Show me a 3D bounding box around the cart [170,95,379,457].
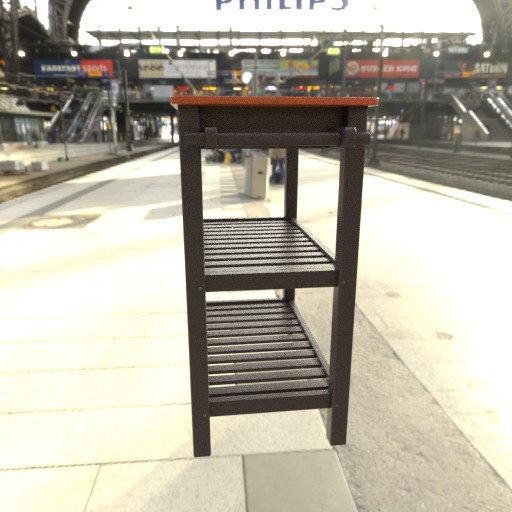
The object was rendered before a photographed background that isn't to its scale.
[{"bbox_3d":[0.000,0.000,1.445,0.457,0.927,0.899,-2,16,-7],"label":"cart"}]
